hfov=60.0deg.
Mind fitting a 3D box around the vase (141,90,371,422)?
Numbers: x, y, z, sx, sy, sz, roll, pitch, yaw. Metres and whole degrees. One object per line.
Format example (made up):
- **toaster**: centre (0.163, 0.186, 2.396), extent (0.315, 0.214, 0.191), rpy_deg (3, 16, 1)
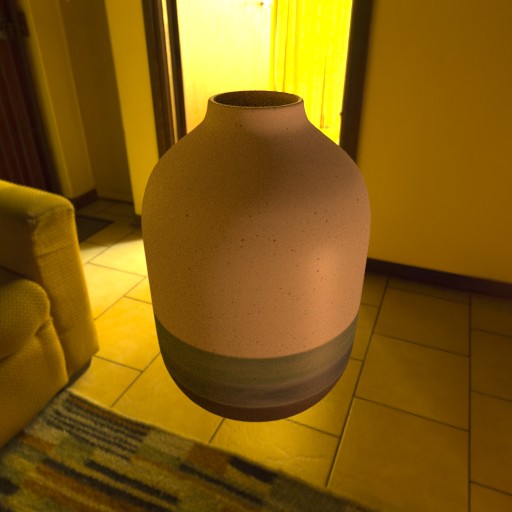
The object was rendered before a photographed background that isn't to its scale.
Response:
- **vase**: centre (0.000, 0.000, 0.352), extent (0.169, 0.240, 0.169), rpy_deg (0, 30, 0)
